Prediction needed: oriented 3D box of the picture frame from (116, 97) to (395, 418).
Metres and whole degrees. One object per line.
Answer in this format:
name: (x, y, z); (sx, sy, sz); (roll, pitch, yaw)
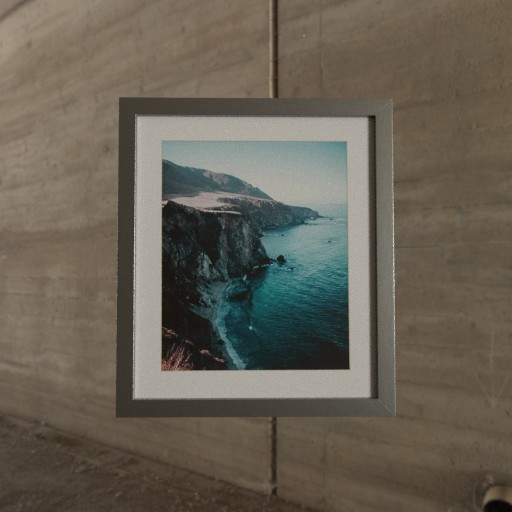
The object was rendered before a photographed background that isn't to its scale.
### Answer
picture frame: (0.000, 0.000, 1.380); (0.839, 0.968, 0.073); (0, -2, -1)
